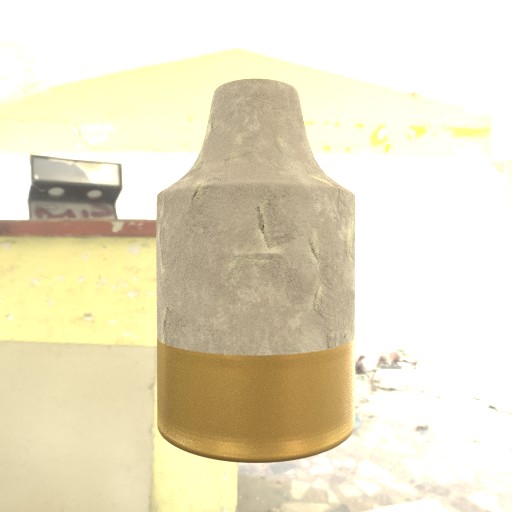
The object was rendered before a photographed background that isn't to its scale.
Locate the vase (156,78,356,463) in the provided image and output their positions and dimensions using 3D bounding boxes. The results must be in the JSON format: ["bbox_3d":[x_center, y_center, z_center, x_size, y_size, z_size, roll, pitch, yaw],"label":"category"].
[{"bbox_3d":[0.000,0.000,0.419,0.184,0.305,0.184,0,1,0],"label":"vase"}]
